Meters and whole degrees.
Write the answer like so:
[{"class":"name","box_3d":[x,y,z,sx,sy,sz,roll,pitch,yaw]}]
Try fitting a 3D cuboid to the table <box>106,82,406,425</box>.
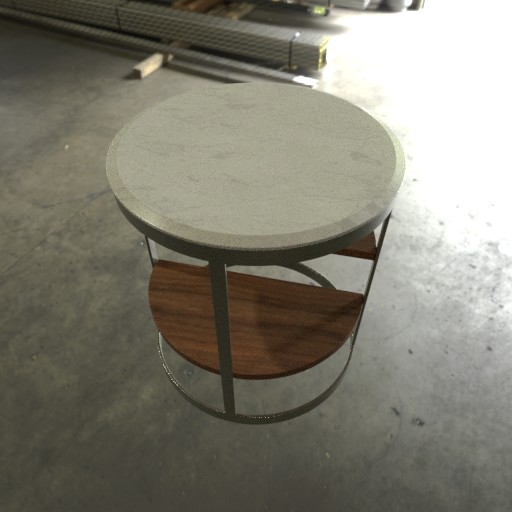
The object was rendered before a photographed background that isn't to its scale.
[{"class":"table","box_3d":[0.000,0.000,0.771,0.407,0.447,0.407,0,45,0]}]
